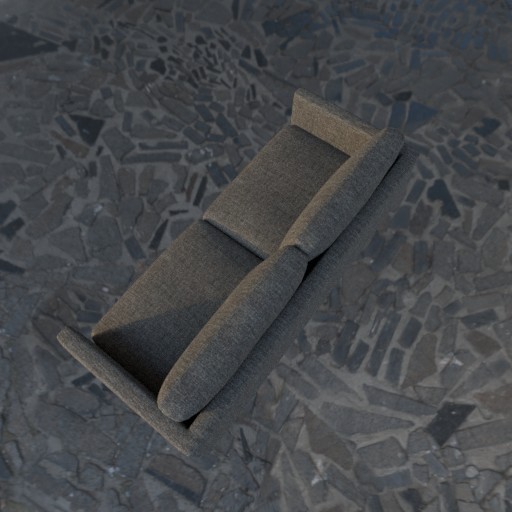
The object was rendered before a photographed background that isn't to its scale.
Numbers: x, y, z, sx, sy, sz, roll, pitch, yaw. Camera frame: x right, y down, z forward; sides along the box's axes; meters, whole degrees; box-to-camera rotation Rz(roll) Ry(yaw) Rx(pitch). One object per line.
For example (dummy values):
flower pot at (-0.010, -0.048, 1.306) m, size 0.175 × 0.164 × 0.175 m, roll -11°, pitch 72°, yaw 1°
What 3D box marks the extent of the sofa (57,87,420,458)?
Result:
sofa at (0.000, 0.000, 2.750) m, size 0.948 × 0.960 × 2.208 m, roll 35°, pitch 70°, yaw 15°
